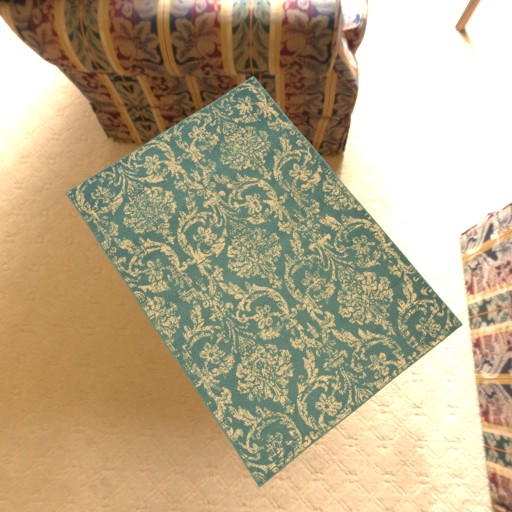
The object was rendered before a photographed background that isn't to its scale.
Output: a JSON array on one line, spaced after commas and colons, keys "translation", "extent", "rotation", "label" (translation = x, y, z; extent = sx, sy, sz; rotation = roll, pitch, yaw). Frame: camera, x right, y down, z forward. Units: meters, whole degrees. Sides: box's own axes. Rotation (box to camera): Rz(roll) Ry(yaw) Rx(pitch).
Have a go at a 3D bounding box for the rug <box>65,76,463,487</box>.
[{"translation": [0.000, 0.000, 2.843], "extent": [1.554, 0.012, 2.205], "rotation": [-35, 77, -9], "label": "rug"}]
